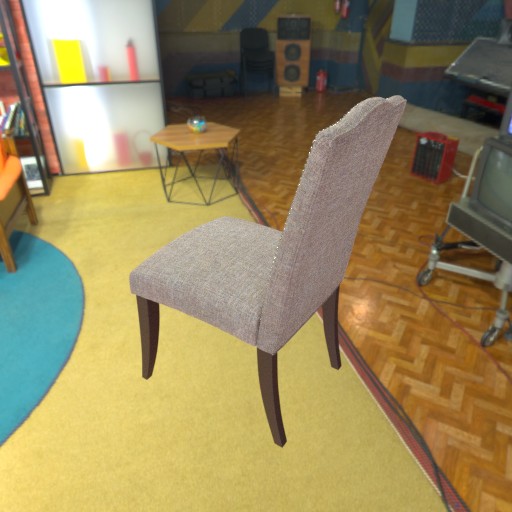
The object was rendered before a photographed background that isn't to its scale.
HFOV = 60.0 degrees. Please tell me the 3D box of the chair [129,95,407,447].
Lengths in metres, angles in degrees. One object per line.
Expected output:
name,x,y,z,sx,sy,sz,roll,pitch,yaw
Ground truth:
chair,0.000,0.000,1.380,0.660,1.016,0.513,20,36,29
